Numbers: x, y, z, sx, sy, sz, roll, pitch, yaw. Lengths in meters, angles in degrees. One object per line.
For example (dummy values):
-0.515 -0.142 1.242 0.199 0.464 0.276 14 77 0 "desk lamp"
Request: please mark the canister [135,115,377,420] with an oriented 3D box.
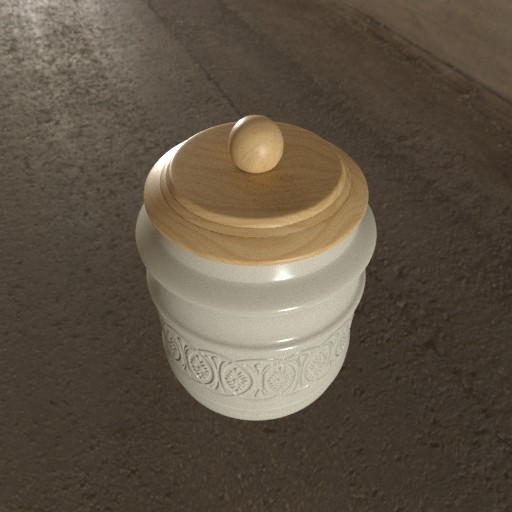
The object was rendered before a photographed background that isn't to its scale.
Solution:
0.000 0.000 0.263 0.130 0.176 0.130 0 46 0 "canister"
